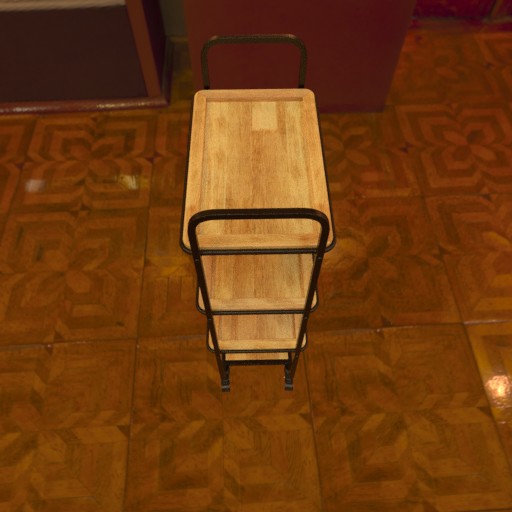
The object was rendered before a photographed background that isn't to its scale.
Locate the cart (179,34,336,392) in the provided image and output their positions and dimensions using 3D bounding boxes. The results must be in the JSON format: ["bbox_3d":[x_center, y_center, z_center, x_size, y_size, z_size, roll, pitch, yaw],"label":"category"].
[{"bbox_3d":[0.000,0.000,1.345,0.321,1.080,0.545,-1,58,-1],"label":"cart"}]
